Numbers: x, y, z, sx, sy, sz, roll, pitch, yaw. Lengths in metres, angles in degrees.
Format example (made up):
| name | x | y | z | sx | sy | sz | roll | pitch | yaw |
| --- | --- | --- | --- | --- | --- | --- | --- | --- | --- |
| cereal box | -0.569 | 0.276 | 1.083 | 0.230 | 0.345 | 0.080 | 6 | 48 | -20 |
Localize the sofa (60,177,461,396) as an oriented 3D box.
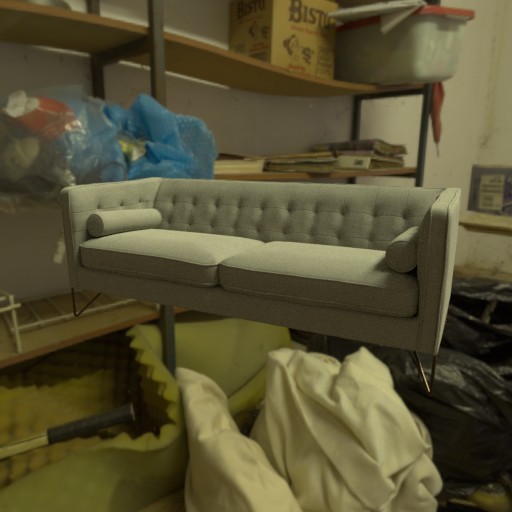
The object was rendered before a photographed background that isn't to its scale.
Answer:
| name | x | y | z | sx | sy | sz | roll | pitch | yaw |
| --- | --- | --- | --- | --- | --- | --- | --- | --- | --- |
| sofa | 0.000 | 0.000 | 2.552 | 2.079 | 0.798 | 0.912 | 7 | 15 | 25 |
